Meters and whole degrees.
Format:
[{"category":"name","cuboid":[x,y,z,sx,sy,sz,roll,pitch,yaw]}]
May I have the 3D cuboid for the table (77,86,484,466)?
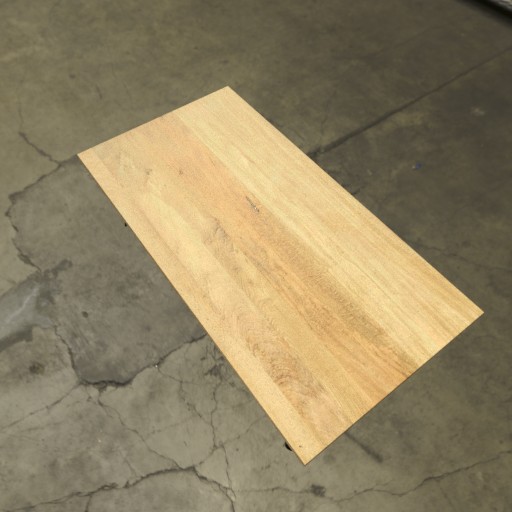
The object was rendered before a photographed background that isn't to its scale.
[{"category":"table","cuboid":[0.000,0.000,1.672,0.699,0.400,1.348,-32,62,-19]}]
